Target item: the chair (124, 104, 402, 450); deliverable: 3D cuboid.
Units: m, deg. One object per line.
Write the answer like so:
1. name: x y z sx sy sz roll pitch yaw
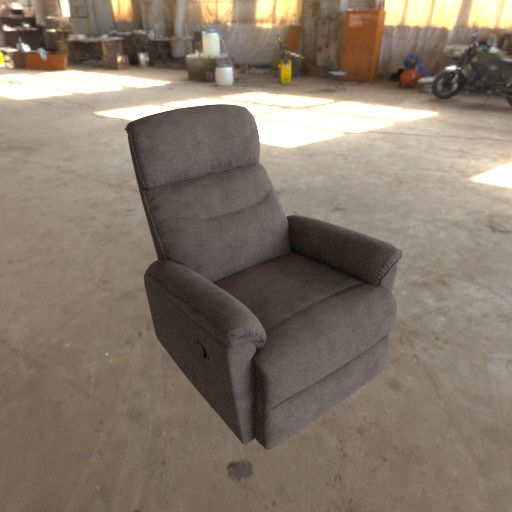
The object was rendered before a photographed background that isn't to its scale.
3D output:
1. chair: 0.000 0.000 1.792 0.830 1.036 1.009 -21 36 -32
